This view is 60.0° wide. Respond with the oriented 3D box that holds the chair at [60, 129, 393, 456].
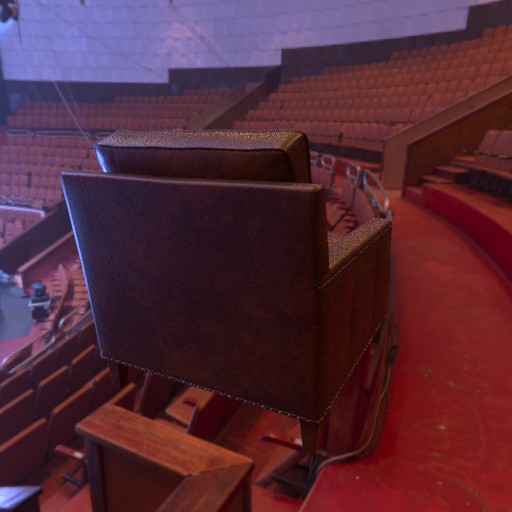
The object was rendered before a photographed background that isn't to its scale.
[{"bbox_3d":[0.000,0.000,1.693,0.853,0.929,1.014,8,18,27],"label":"chair"}]
